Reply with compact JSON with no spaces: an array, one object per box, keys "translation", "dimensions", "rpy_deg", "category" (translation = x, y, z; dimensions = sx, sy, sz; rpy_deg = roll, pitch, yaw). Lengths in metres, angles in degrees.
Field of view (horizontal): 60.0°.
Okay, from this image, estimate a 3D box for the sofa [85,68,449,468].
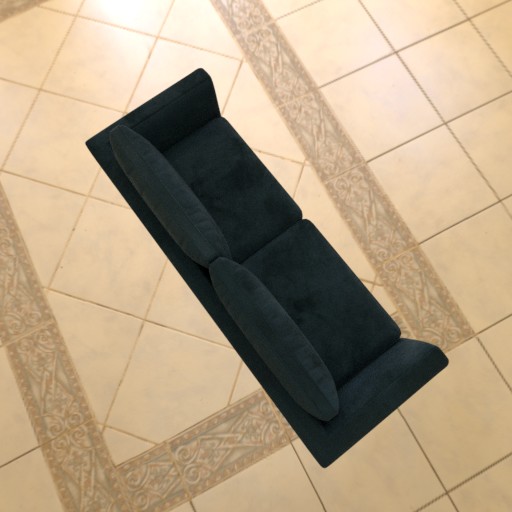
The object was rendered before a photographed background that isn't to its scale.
[{"translation":[0.000,0.000,2.659],"dimensions":[0.853,0.998,2.212],"rpy_deg":[-36,79,-8],"category":"sofa"}]
